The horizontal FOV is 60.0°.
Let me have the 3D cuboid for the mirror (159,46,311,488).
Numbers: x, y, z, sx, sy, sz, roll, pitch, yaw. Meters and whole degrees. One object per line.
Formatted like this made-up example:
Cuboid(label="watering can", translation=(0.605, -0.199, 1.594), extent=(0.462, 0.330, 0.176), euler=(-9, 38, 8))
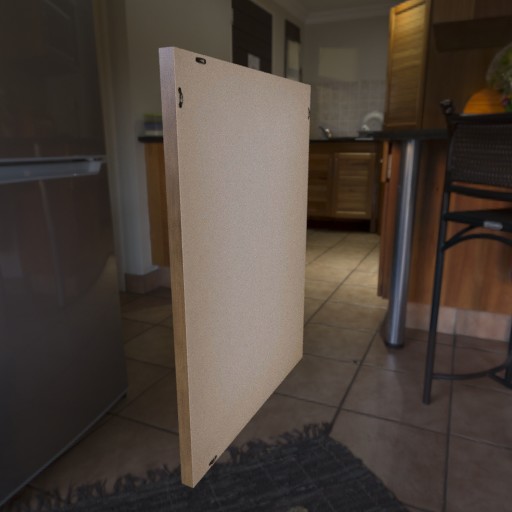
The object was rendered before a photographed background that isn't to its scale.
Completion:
Cuboid(label="mirror", translation=(0.000, 0.000, 1.312), extent=(0.040, 1.016, 0.762), euler=(8, 17, 26))
